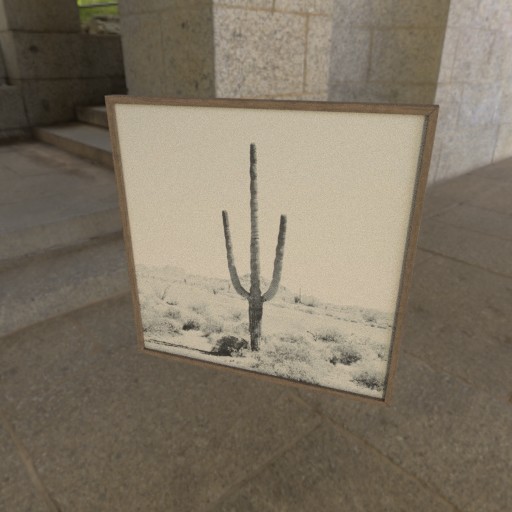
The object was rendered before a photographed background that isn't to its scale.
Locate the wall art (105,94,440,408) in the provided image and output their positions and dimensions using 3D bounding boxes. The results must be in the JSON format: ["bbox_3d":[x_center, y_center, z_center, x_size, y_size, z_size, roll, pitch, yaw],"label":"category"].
[{"bbox_3d":[0.000,0.000,1.142,0.762,0.762,0.038,8,26,17],"label":"wall art"}]
